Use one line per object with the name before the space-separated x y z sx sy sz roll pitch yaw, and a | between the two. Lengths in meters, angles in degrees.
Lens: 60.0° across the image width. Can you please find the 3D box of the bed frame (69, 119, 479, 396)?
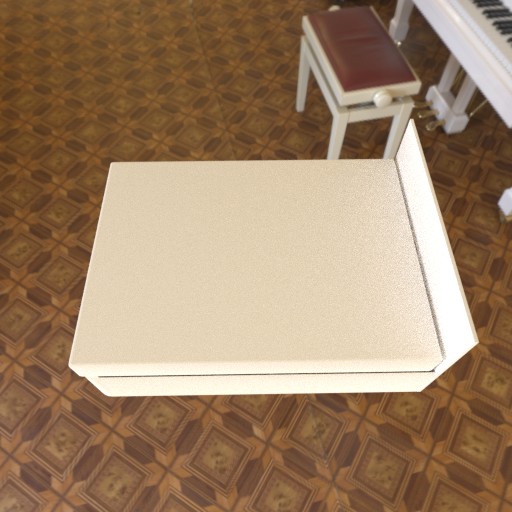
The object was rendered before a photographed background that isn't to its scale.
bed frame | 0.000 0.000 2.610 1.900 0.800 1.400 -1 58 0
